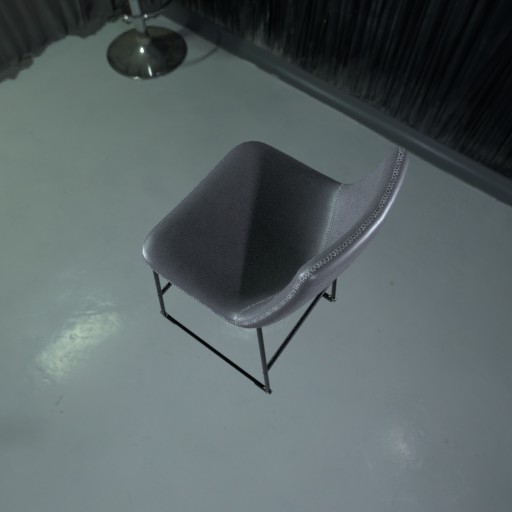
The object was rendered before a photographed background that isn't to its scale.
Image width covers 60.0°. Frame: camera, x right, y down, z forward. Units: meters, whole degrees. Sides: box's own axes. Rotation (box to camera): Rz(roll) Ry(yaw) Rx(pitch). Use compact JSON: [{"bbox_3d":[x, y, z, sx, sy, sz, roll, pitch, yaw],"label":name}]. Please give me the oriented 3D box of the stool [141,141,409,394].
[{"bbox_3d":[0.000,0.000,1.212,0.546,0.876,0.470,33,67,16],"label":"stool"}]
